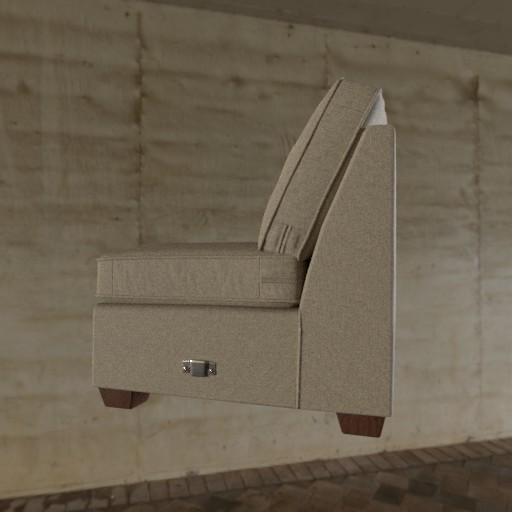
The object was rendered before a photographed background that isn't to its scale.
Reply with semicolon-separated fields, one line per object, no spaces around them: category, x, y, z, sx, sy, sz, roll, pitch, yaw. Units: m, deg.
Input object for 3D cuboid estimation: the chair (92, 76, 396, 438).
chair;0.000;0.000;1.689;1.020;1.058;0.674;0;-1;18
